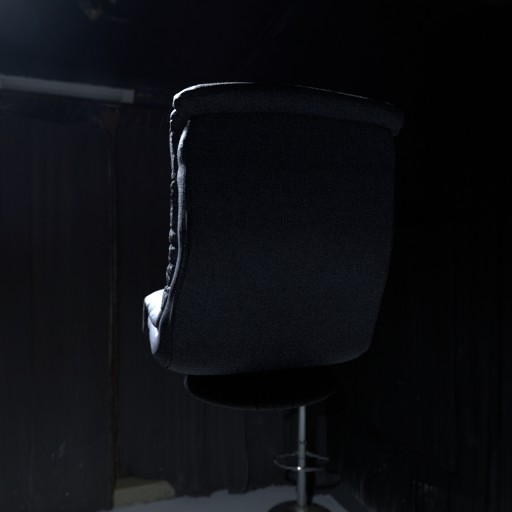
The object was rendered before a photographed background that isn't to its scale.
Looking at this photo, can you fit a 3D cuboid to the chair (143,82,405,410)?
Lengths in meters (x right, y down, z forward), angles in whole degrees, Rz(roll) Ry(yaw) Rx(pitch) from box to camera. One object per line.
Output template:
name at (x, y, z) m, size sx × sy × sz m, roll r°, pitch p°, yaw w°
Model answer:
chair at (0.000, 0.000, 1.261) m, size 0.597 × 0.749 × 0.668 m, roll 0°, pitch 1°, yaw -18°
